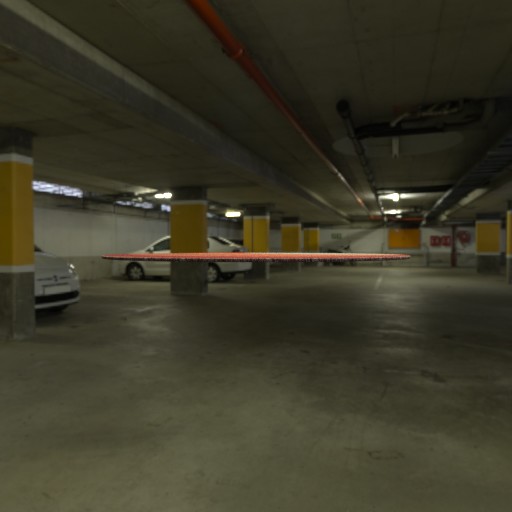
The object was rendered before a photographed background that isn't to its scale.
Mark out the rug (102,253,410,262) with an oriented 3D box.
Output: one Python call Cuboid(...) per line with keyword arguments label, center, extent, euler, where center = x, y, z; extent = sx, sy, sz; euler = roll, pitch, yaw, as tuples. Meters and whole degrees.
Cuboid(label="rug", center=(0.000, 0.000, 2.301), extent=(1.514, 0.015, 1.514), euler=(0, 1, 0))
